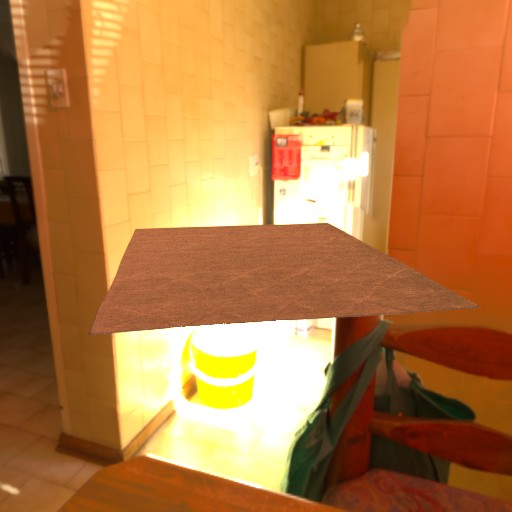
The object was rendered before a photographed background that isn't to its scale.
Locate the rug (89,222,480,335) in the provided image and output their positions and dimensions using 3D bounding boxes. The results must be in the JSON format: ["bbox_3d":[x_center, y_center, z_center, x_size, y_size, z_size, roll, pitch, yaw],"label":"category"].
[{"bbox_3d":[0.000,0.000,4.098,2.438,0.013,3.048,-3,15,-10],"label":"rug"}]
